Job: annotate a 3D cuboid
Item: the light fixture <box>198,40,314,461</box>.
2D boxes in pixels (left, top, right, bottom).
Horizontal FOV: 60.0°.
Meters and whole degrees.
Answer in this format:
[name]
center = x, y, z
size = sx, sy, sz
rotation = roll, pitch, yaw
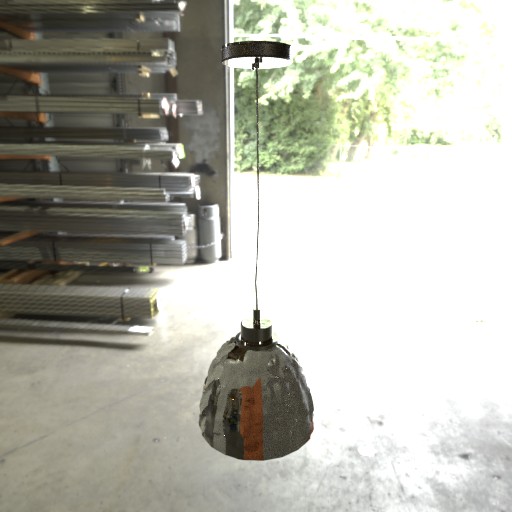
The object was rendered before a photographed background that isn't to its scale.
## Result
[light fixture]
center = 0.000, 0.000, 1.751
size = 0.500, 1.511, 0.496
rotation = -2, 15, -9
